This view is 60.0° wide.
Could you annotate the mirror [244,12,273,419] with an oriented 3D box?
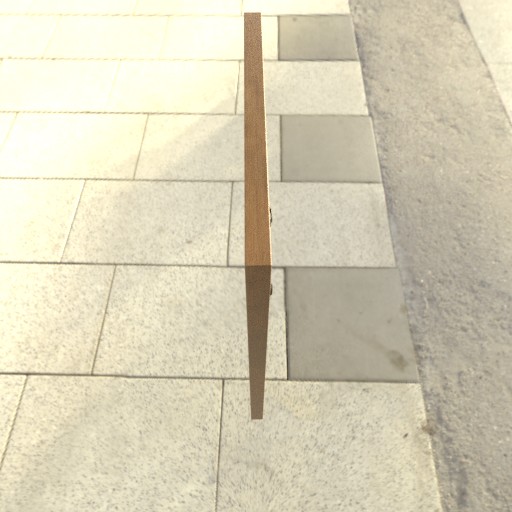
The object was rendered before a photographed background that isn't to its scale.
[{"bbox_3d":[0.000,0.000,1.136,0.040,0.915,0.609,-1,58,-1],"label":"mirror"}]
